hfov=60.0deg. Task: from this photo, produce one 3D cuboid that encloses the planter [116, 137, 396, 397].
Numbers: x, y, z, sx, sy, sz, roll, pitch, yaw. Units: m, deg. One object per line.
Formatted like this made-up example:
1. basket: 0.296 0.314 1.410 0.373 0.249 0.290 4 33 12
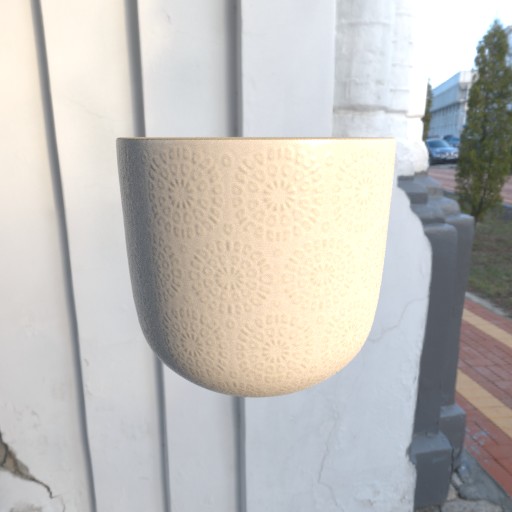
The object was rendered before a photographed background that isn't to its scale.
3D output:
1. planter: 0.000 0.000 0.367 0.208 0.190 0.208 0 15 0
